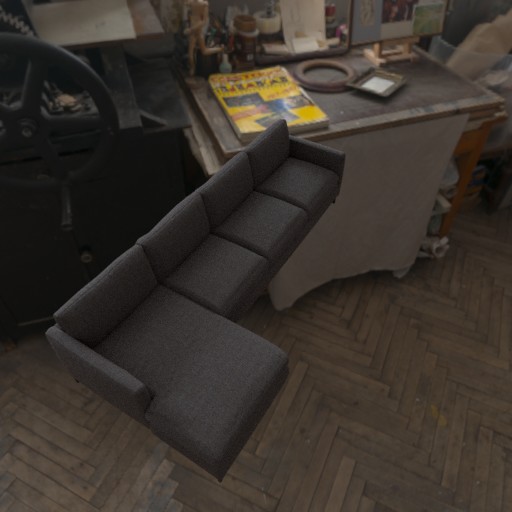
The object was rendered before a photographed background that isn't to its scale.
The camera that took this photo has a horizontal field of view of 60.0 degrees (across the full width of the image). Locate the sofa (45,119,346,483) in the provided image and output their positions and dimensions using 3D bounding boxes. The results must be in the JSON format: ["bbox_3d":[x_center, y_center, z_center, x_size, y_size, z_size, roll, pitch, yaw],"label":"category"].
[{"bbox_3d":[0.000,0.000,3.264,1.258,0.754,2.731,24,50,21],"label":"sofa"}]
